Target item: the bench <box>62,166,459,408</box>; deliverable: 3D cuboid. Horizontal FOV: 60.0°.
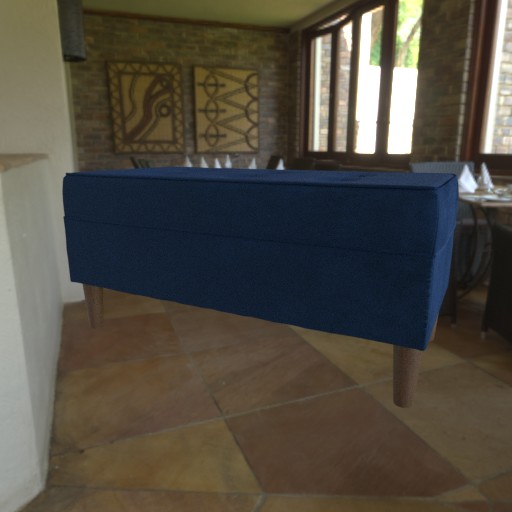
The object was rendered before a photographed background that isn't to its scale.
[{"bbox_3d":[0.000,0.000,1.268,1.010,0.467,0.489,7,16,27],"label":"bench"}]
